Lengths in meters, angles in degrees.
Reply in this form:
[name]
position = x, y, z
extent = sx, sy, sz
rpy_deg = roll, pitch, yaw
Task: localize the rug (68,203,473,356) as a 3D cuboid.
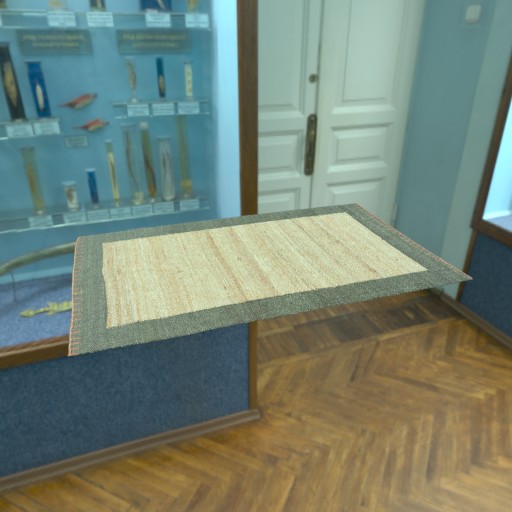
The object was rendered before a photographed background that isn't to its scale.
[rug]
position = 0.000, 0.000, 3.118
extent = 2.435, 0.006, 1.521
rpy_deg = -8, 28, -16
